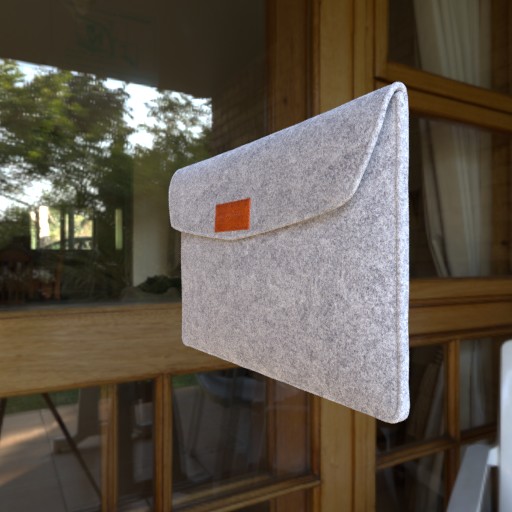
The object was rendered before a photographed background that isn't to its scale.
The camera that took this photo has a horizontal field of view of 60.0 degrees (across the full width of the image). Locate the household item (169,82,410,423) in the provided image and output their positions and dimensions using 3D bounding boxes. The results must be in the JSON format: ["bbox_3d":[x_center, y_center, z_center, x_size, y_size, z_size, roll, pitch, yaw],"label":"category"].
[{"bbox_3d":[0.000,0.000,0.421,0.057,0.221,0.335,0,0,-34],"label":"household item"}]
